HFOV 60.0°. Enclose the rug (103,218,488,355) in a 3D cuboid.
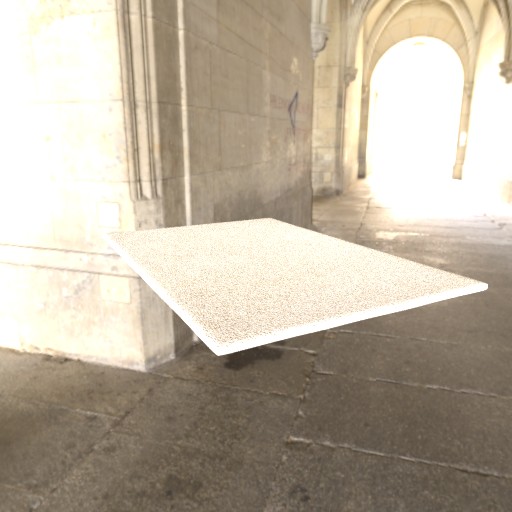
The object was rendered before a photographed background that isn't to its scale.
[{"bbox_3d":[0.000,0.000,2.295,1.219,0.030,1.778,-8,17,-27],"label":"rug"}]
